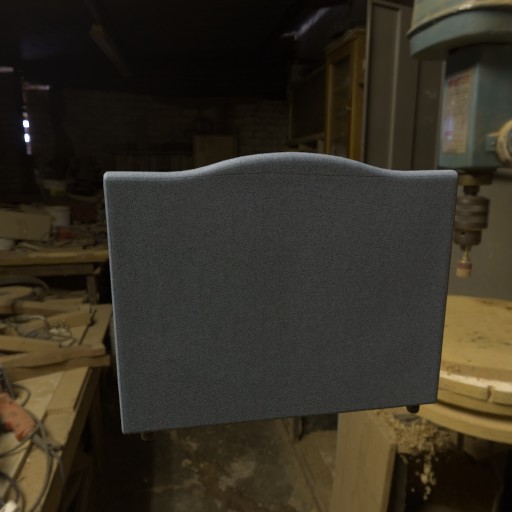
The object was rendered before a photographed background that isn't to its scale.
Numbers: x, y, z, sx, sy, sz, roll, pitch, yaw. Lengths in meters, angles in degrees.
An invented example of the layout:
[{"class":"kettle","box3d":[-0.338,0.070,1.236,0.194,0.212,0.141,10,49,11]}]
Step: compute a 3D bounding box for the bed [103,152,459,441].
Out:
[{"class":"bed","box3d":[0.000,0.000,3.261,1.753,1.460,2.143,-2,13,-10]}]
